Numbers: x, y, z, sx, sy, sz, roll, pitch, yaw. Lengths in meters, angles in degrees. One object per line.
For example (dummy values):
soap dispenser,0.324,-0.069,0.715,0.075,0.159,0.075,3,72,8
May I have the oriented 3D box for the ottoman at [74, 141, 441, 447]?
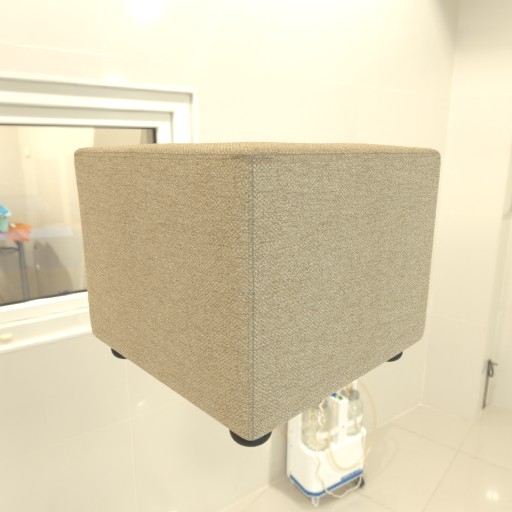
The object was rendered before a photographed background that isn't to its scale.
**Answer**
ottoman,0.000,0.000,0.874,0.508,0.432,0.508,-13,18,-42
